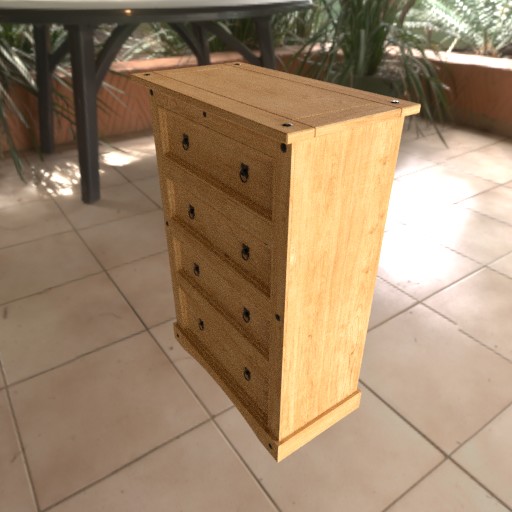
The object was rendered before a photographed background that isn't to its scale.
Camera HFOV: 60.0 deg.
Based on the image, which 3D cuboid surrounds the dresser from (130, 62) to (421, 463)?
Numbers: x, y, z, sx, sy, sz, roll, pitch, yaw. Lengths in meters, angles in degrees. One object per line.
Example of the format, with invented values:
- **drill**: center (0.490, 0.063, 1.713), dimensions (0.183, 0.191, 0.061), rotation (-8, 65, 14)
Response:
- **dresser**: center (0.000, 0.000, 1.780), dimensions (0.485, 1.300, 0.915), rotation (-21, 38, -30)
